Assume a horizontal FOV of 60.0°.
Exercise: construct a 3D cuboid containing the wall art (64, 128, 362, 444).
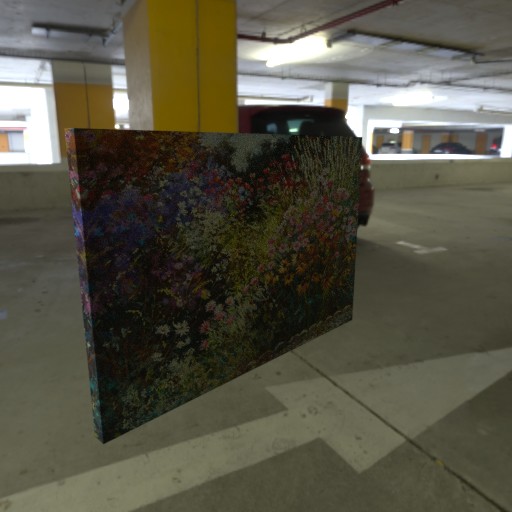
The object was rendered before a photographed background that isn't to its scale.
[{"bbox_3d":[0.000,0.000,1.138,0.037,0.604,0.908,13,19,42],"label":"wall art"}]
